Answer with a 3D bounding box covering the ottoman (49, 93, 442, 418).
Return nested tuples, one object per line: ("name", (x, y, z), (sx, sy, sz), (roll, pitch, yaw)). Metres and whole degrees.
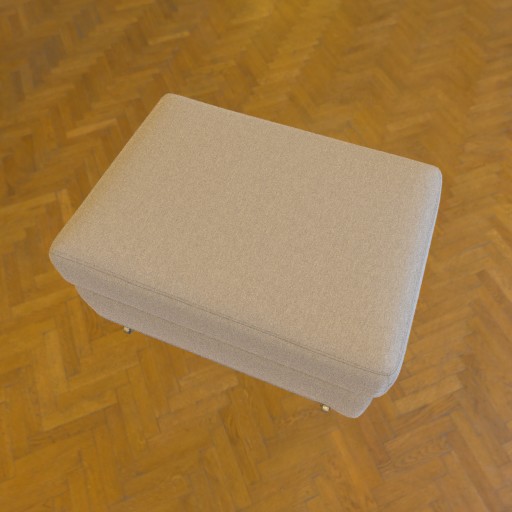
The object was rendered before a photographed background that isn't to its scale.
("ottoman", (0.000, 0.000, 1.163), (0.773, 0.497, 0.574), (19, 61, 11))
